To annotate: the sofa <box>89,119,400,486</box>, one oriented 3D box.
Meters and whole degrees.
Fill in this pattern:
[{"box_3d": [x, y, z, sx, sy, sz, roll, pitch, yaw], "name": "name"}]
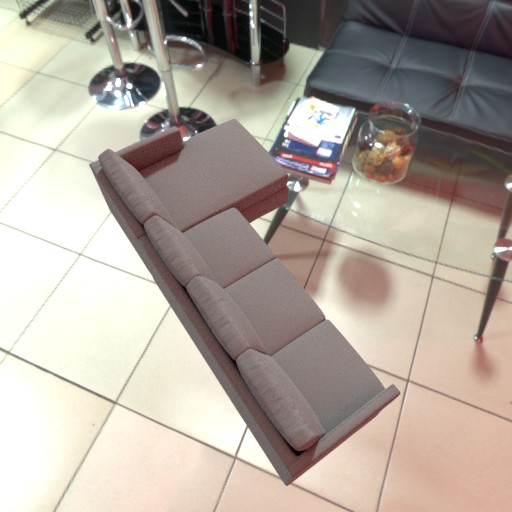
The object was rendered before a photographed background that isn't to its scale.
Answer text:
[{"box_3d": [0.000, 0.000, 3.869, 1.622, 0.867, 3.177, -30, 63, -17], "name": "sofa"}]
